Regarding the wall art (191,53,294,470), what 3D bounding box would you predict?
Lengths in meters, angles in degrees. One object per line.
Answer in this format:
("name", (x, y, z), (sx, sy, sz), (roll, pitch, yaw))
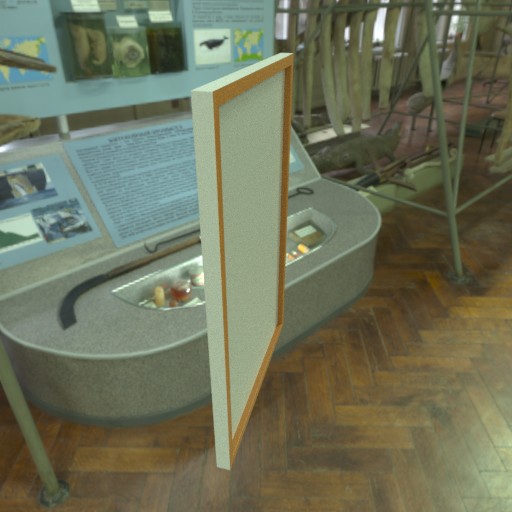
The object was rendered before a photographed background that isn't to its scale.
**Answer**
("wall art", (0.000, 0.000, 0.769), (0.025, 0.608, 0.405), (8, 31, 14))
